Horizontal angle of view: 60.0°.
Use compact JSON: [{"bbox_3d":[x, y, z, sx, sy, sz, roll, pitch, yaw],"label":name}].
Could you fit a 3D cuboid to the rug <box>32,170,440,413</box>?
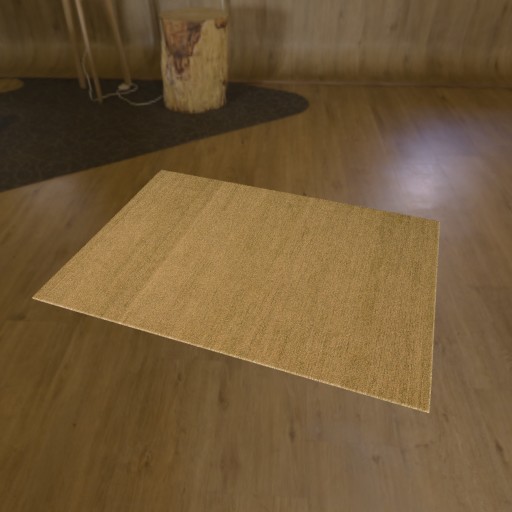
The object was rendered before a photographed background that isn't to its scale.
[{"bbox_3d":[0.000,0.000,5.073,3.935,0.025,2.782,13,42,14],"label":"rug"}]
